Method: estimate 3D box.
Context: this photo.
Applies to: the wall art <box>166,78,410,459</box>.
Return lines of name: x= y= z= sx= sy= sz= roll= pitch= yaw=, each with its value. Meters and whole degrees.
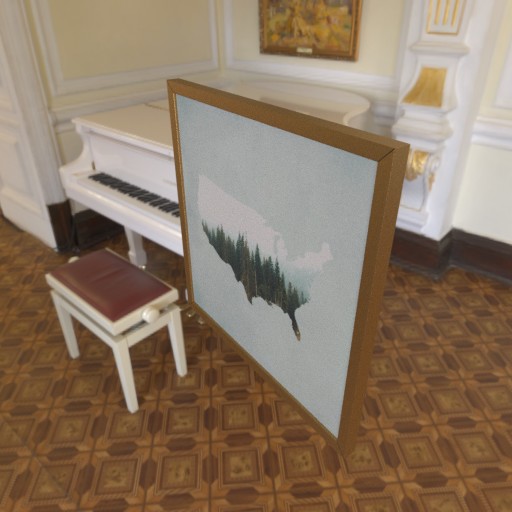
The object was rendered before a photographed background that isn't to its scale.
wall art: x=0.000 y=0.000 z=1.144 sx=0.038 sy=0.762 sz=0.762 roll=-21 pitch=37 yaw=-31
